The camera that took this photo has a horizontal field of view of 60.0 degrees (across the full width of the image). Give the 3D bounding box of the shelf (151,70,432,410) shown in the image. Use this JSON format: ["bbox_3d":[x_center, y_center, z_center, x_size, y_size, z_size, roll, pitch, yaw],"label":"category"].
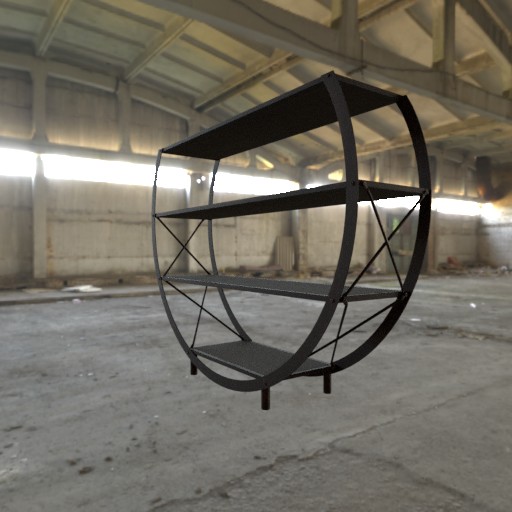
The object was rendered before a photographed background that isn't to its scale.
[{"bbox_3d":[0.000,0.000,1.849,0.344,1.063,1.403,0,1,-36],"label":"shelf"}]
